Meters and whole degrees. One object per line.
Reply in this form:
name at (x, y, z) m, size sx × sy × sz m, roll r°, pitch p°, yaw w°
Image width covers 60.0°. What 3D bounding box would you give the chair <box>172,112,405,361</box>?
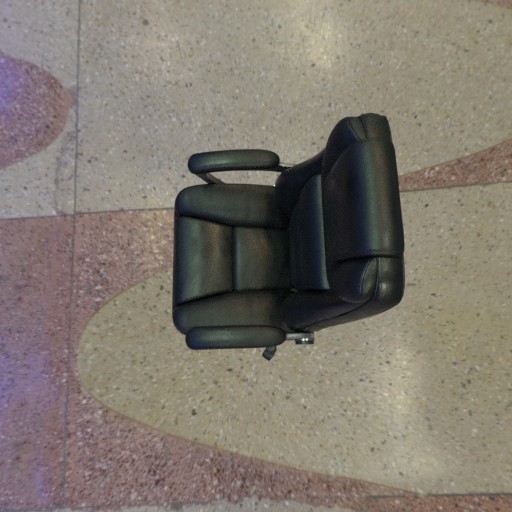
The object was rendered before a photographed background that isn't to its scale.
chair at (0.000, 0.000, 1.491) m, size 0.689 × 1.075 × 0.697 m, roll -1°, pitch 77°, yaw 0°
